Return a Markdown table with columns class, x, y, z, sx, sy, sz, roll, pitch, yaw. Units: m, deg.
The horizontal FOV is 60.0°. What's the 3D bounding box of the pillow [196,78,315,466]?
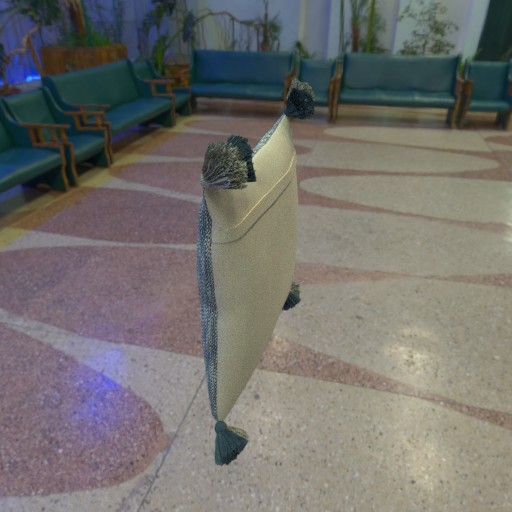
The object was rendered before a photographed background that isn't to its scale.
| class | x | y | z | sx | sy | sz | roll | pitch | yaw |
| --- | --- | --- | --- | --- | --- | --- | --- | --- | --- |
| pillow | 0.000 | 0.000 | 0.924 | 0.138 | 0.634 | 0.614 | 9 | 31 | 15 |
